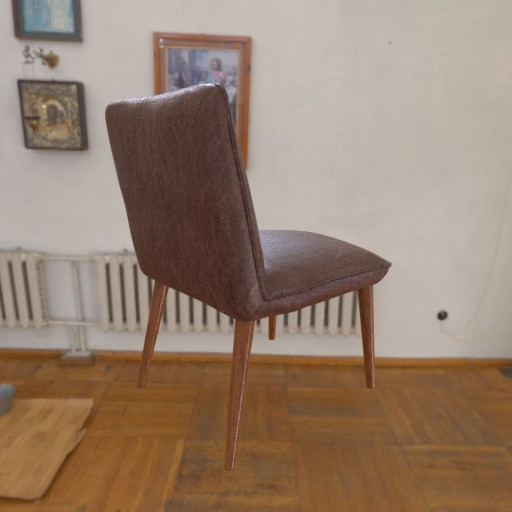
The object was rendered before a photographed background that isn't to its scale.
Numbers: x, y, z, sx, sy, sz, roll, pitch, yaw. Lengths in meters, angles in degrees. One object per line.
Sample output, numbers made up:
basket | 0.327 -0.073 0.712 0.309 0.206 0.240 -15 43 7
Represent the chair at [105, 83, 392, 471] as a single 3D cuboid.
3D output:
chair | 0.000 0.000 1.208 0.645 0.803 0.543 -13 19 -43
